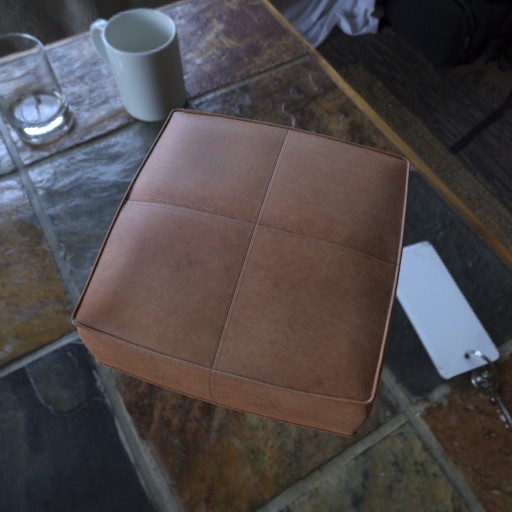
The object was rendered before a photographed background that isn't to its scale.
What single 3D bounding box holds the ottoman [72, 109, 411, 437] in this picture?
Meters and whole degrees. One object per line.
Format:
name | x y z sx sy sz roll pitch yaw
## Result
ottoman | 0.000 0.000 1.417 0.902 0.395 0.901 14 64 7
